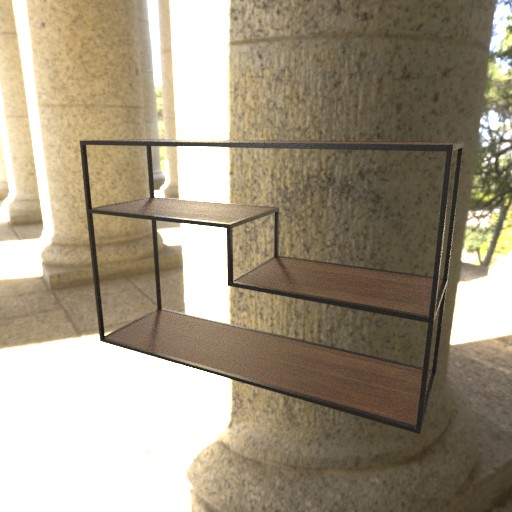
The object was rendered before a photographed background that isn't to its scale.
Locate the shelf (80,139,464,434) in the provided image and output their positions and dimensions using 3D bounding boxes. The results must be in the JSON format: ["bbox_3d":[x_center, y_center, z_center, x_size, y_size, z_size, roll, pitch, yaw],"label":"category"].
[{"bbox_3d":[0.000,0.000,1.526,1.201,0.765,0.361,8,17,27],"label":"shelf"}]
